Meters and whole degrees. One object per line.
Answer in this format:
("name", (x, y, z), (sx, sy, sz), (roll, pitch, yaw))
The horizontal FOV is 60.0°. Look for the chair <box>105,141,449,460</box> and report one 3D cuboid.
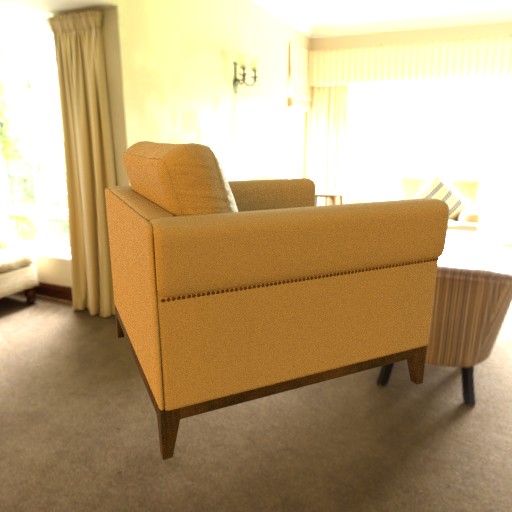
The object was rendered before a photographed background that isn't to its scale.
("chair", (0.000, 0.000, 1.675), (0.959, 0.838, 0.914), (-7, 16, -24))
